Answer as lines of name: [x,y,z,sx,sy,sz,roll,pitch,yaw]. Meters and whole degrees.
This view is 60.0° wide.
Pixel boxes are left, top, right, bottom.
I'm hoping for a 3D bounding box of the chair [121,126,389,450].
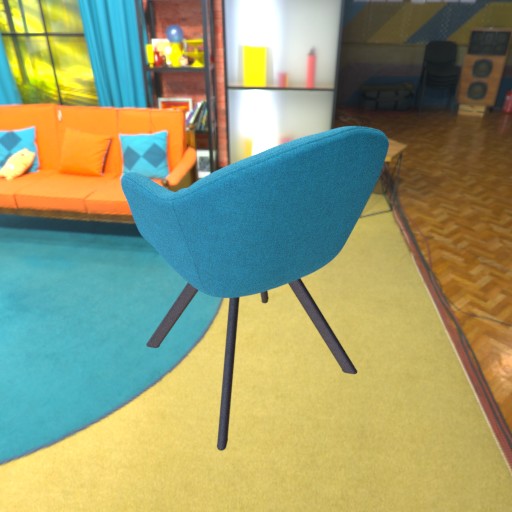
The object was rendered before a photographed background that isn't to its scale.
chair: [0.000,0.000,1.170,0.545,0.775,0.565,-19,35,-29]
